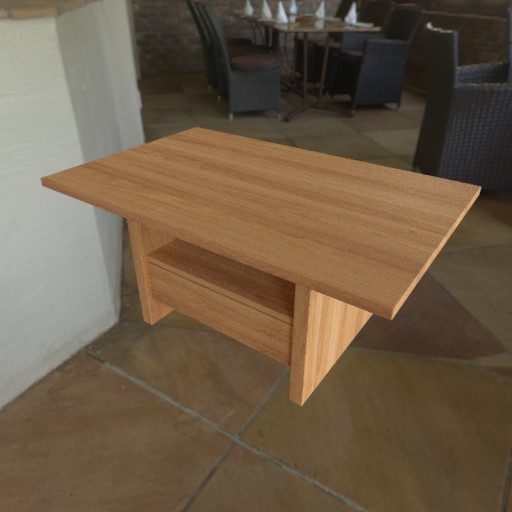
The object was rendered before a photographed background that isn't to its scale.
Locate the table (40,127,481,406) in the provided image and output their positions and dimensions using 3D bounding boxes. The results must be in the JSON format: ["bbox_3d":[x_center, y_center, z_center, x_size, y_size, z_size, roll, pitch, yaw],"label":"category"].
[{"bbox_3d":[0.000,0.000,1.440,1.100,0.510,0.700,20,37,30],"label":"table"}]
